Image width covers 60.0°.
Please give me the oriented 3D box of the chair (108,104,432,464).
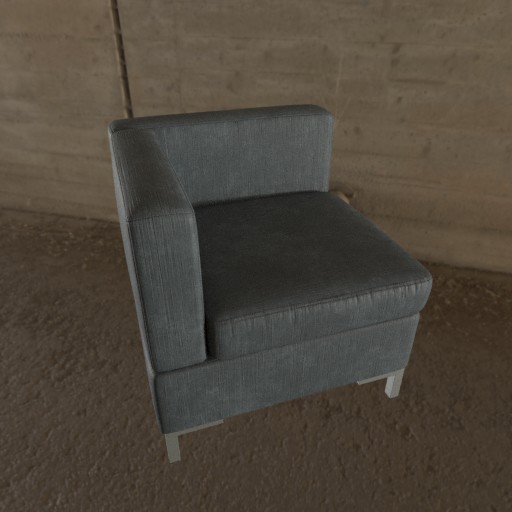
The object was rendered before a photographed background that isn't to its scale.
[{"bbox_3d":[0.000,0.000,1.224,0.680,0.660,0.680,-10,33,-16],"label":"chair"}]
